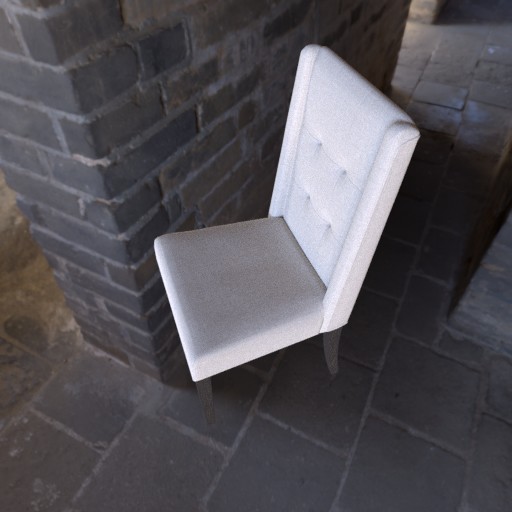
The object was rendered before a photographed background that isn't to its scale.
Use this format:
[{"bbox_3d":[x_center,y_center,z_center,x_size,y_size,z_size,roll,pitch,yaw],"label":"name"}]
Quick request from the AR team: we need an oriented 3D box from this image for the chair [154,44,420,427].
[{"bbox_3d":[0.000,0.000,1.258,0.523,0.961,0.474,-15,49,-14],"label":"chair"}]
